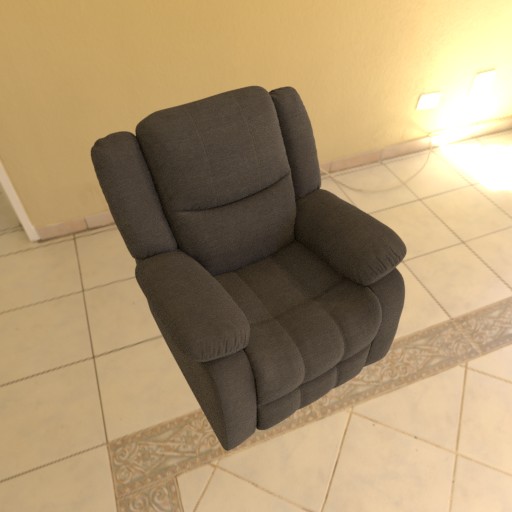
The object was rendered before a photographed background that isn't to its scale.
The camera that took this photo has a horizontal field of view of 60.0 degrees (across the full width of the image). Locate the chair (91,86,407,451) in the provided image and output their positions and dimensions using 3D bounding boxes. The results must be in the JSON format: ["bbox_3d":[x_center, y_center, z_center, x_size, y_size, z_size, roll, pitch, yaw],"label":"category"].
[{"bbox_3d":[0.000,0.000,1.723,0.899,1.008,0.944,-24,51,-21],"label":"chair"}]
